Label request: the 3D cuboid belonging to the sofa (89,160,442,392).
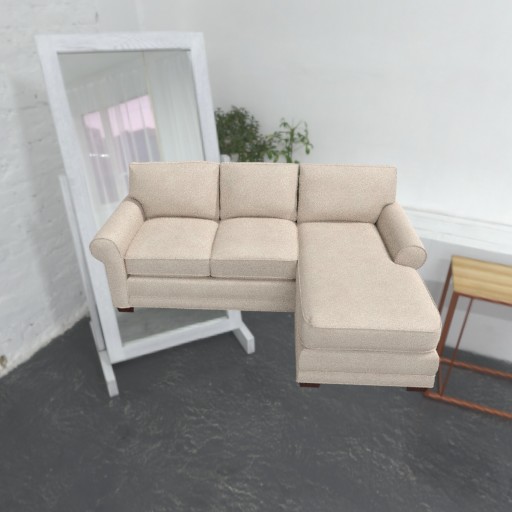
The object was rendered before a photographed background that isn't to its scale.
[{"bbox_3d":[0.000,0.000,2.401,1.770,0.734,1.226,2,30,3],"label":"sofa"}]
